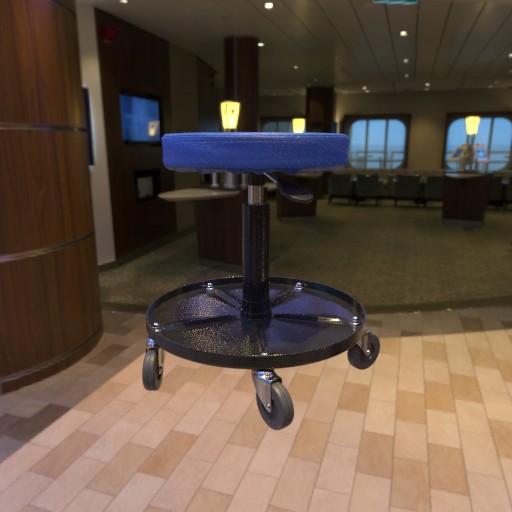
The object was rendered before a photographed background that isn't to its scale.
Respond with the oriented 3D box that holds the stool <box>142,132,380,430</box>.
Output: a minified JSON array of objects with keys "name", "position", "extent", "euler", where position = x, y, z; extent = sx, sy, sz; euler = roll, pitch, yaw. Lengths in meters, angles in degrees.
[{"name":"stool","position":[0.000,0.000,0.689],"extent":[0.381,0.365,0.382],"euler":[-7,16,-26]}]
